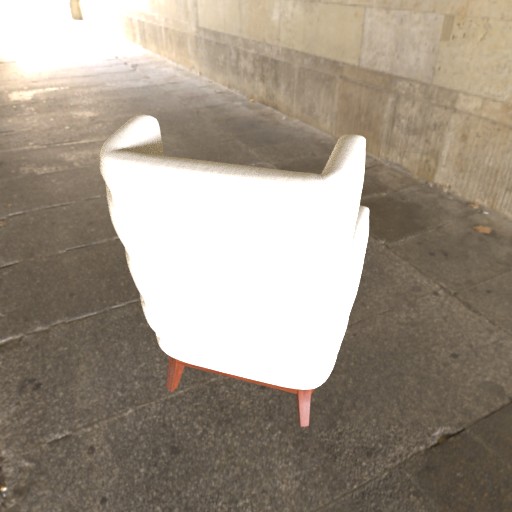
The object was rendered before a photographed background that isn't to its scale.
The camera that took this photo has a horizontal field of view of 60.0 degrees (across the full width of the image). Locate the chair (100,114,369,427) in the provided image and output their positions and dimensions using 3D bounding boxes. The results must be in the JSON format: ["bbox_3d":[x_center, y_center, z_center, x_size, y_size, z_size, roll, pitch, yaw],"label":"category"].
[{"bbox_3d":[0.000,0.000,1.684,0.778,1.079,0.899,10,34,15],"label":"chair"}]
